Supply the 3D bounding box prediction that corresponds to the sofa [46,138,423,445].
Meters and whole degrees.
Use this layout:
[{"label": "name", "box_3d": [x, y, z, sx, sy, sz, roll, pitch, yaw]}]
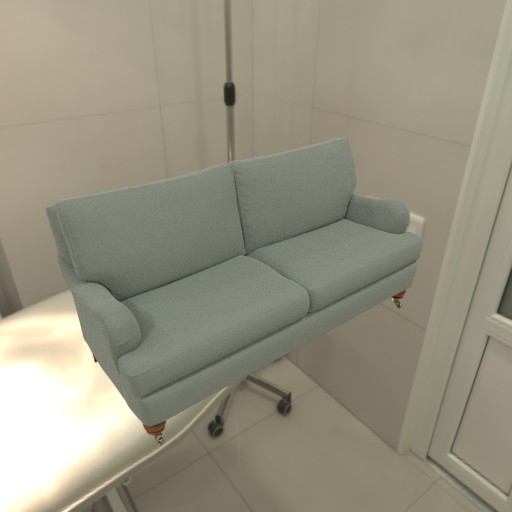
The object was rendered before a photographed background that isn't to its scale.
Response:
[{"label": "sofa", "box_3d": [0.000, 0.000, 2.833, 2.193, 1.096, 1.069, -21, 36, -31]}]
